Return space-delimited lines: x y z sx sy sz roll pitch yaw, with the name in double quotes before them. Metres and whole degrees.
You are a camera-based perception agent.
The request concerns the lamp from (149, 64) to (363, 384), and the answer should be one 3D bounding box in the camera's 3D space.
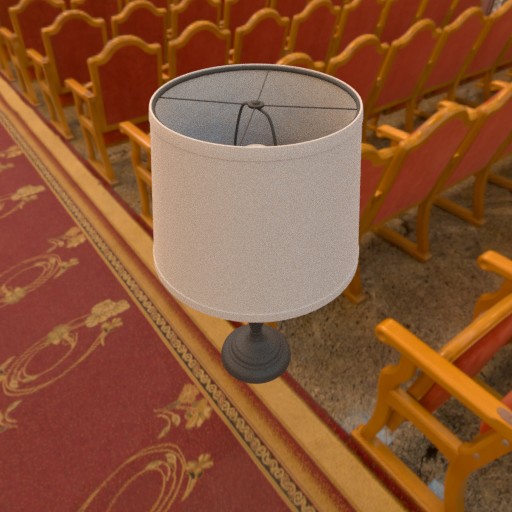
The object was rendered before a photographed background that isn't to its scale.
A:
"lamp" 0.000 0.000 0.695 0.310 0.501 0.310 0 41 0
